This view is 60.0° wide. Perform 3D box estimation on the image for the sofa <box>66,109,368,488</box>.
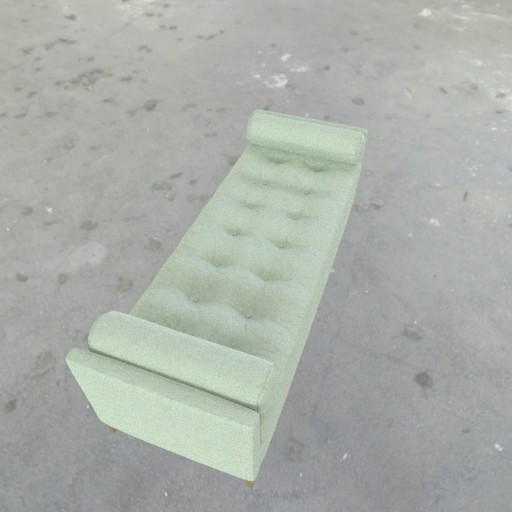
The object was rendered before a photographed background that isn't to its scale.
[{"bbox_3d":[0.000,0.000,2.461,0.796,0.705,2.102,15,48,14],"label":"sofa"}]
